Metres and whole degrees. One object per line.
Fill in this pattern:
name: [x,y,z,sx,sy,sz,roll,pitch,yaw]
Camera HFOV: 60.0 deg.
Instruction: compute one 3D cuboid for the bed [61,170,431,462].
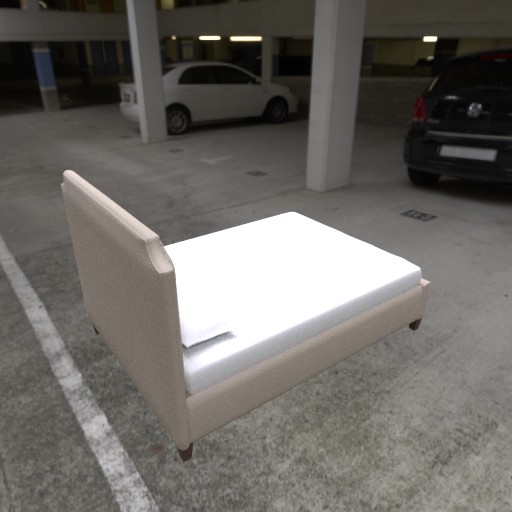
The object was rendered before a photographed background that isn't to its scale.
bed: [0.000,0.000,3.514,2.372,1.443,1.713,-18,32,-32]
